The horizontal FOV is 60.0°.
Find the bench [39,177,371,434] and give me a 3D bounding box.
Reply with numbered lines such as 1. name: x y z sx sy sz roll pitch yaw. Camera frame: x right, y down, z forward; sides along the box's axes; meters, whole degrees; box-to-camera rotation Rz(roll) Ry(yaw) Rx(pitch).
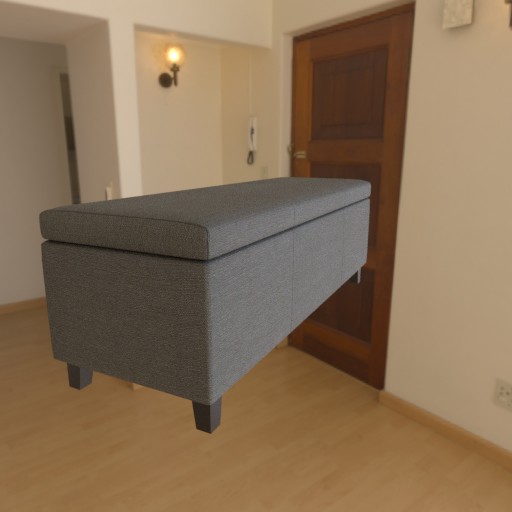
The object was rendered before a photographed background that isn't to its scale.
1. bench: 0.000 0.000 1.442 0.446 0.438 1.269 7 15 26
